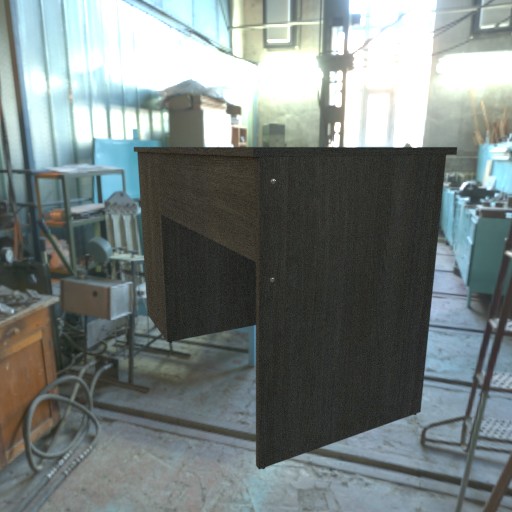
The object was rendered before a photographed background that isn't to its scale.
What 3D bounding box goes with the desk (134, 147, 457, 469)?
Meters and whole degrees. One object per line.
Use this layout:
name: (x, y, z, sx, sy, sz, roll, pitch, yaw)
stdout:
desk: (0.000, 0.000, 1.529, 0.560, 0.730, 1.096, -7, 15, -26)
